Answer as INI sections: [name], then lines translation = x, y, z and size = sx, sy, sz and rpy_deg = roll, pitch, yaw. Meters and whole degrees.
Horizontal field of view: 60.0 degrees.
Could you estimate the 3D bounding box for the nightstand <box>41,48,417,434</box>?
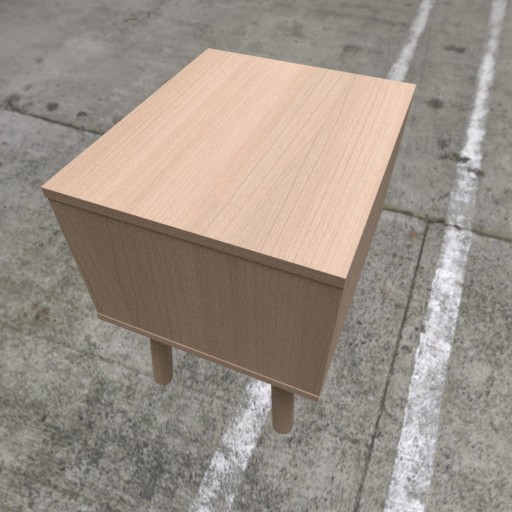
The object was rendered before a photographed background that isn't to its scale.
[nightstand]
translation = 0.000, 0.000, 0.824
size = 0.380, 0.530, 0.450
rpy_deg = 17, 49, 15
